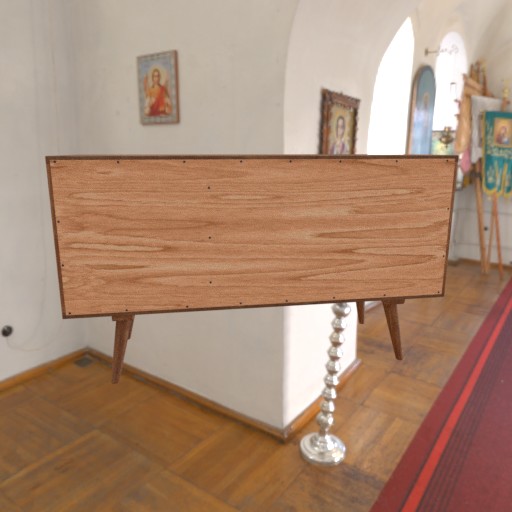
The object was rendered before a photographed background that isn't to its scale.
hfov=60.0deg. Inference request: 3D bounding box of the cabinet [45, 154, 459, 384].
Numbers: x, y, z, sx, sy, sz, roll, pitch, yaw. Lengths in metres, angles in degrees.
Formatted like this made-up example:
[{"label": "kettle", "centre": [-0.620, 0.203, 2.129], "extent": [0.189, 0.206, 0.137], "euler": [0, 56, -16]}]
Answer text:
[{"label": "cabinet", "centre": [0.000, 0.000, 1.798], "extent": [1.400, 0.800, 0.472], "euler": [-2, 14, -9]}]
